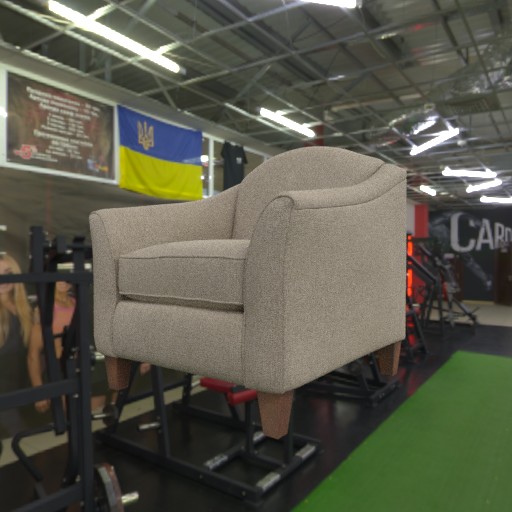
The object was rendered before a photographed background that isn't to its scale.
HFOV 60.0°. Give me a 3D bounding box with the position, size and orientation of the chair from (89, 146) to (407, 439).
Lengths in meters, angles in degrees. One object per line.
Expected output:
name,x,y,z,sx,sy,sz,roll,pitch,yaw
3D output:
chair,0.000,0.000,1.471,0.763,0.839,0.787,0,1,37
